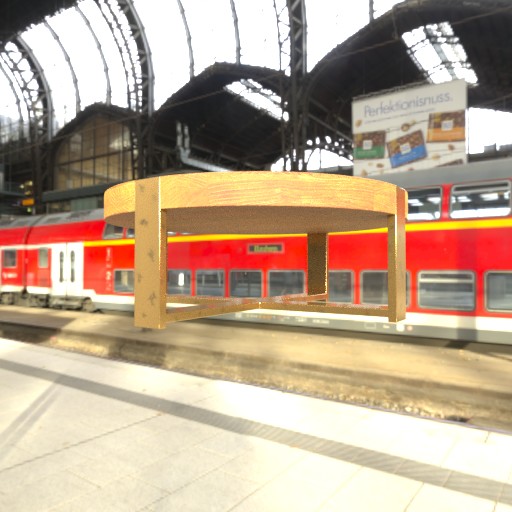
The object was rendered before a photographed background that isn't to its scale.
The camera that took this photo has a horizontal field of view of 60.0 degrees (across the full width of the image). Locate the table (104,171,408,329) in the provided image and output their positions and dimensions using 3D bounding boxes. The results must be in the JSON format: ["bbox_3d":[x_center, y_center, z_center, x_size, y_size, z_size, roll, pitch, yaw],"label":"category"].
[{"bbox_3d":[0.000,0.000,1.700,1.100,0.420,1.100,0,-1,0],"label":"table"}]
